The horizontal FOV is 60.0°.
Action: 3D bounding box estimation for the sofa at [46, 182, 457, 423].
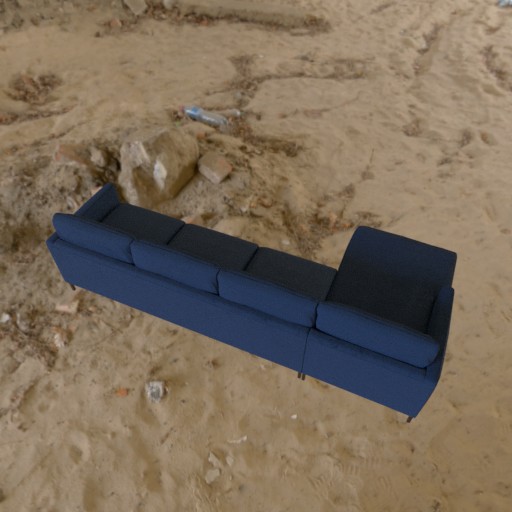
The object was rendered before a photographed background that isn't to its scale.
[{"bbox_3d":[0.000,0.000,2.915,2.450,0.679,1.128,18,50,16],"label":"sofa"}]
